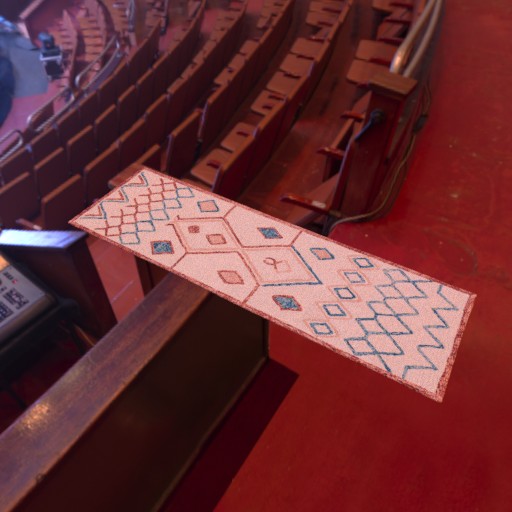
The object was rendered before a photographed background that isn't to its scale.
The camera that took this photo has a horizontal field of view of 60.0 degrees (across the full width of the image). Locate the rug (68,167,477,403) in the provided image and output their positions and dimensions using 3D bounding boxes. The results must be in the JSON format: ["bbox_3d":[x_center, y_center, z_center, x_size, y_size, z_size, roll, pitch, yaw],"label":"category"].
[{"bbox_3d":[0.000,0.000,2.696,2.435,0.011,0.750,23,50,21],"label":"rug"}]
